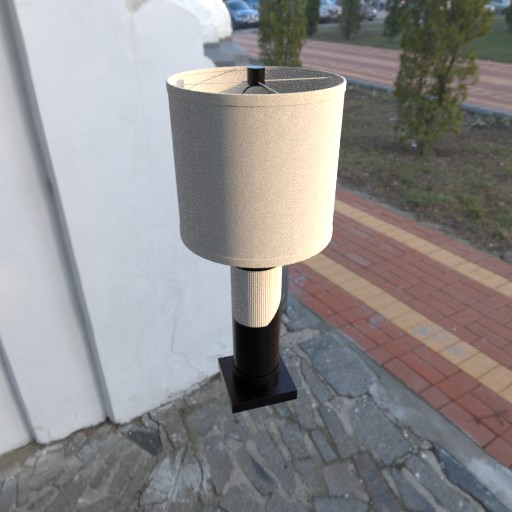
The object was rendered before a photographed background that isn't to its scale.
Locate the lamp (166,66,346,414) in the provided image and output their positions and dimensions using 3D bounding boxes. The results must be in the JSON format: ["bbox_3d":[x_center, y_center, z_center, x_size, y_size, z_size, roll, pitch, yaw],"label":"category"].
[{"bbox_3d":[0.000,0.000,0.644,0.211,0.509,0.211,-8,31,-14],"label":"lamp"}]
